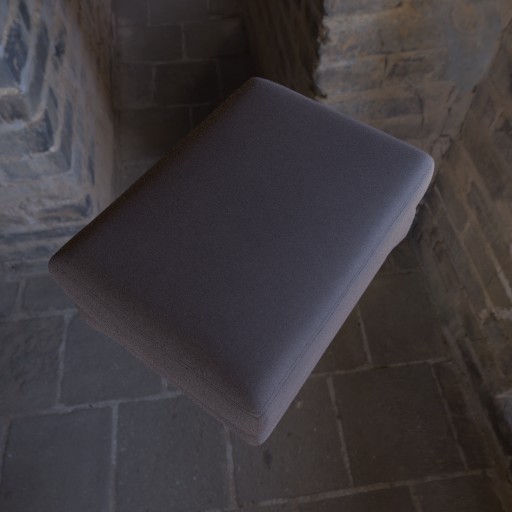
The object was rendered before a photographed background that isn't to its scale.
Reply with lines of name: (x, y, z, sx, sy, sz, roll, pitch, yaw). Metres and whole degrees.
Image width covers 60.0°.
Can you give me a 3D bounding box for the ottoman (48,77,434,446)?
ottoman: (0.000, 0.000, 1.158, 0.574, 0.497, 0.773, 31, 64, 18)
